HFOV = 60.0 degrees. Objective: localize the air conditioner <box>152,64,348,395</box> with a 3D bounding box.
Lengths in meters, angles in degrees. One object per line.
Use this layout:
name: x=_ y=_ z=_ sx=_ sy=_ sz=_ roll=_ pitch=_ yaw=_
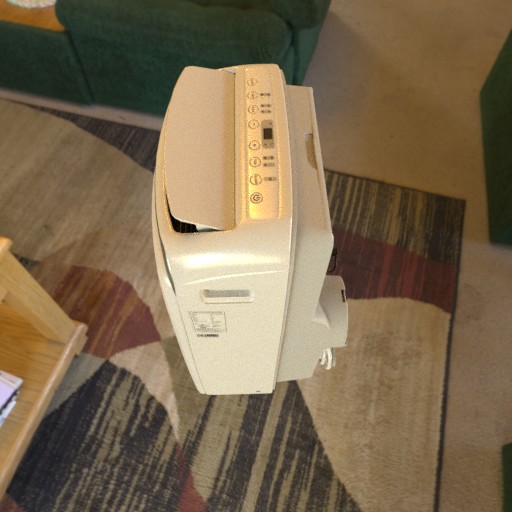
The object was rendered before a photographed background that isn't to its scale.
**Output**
air conditioner: x=0.000 y=0.000 z=1.039 sx=0.414 sy=0.786 sz=0.449 roll=-1 pitch=59 yaw=-1
